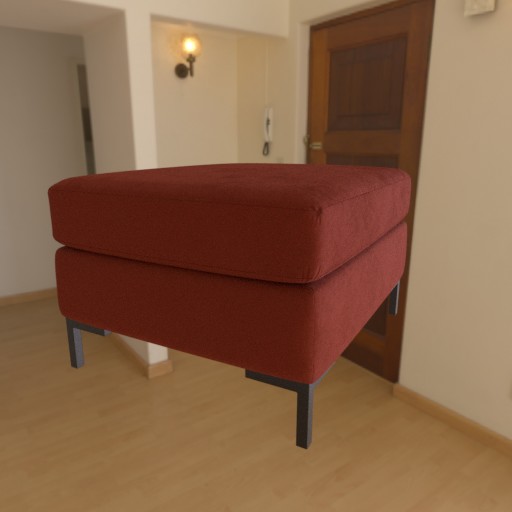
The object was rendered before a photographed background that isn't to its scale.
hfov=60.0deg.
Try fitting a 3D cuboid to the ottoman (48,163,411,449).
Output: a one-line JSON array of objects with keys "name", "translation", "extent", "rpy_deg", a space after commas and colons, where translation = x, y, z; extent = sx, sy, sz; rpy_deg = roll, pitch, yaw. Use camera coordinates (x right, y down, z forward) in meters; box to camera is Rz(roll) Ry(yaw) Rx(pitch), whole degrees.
[{"name": "ottoman", "translation": [0.000, 0.000, 1.175], "extent": [0.650, 0.462, 0.782], "rpy_deg": [8, 17, 28]}]
